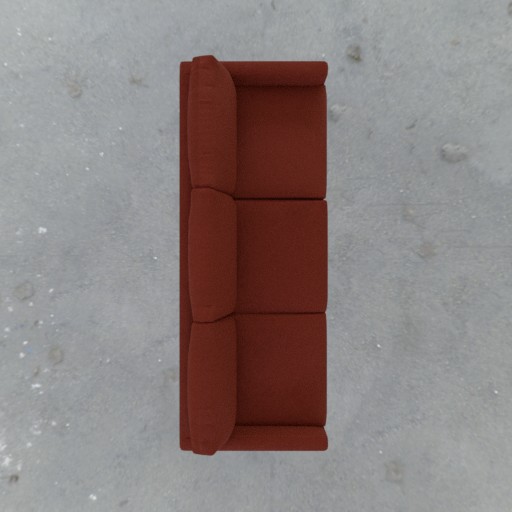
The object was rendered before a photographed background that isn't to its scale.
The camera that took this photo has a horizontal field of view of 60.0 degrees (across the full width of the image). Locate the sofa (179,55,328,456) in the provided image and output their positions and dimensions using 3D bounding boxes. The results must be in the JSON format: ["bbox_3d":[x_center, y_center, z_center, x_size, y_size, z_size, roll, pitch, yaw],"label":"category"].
[{"bbox_3d":[0.000,0.000,2.700,0.875,0.879,2.252,0,90,0],"label":"sofa"}]
